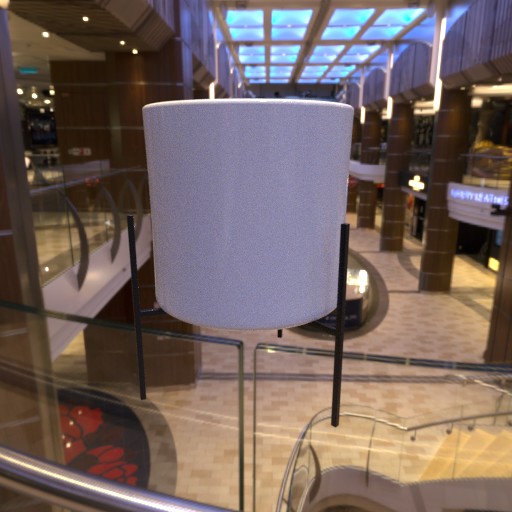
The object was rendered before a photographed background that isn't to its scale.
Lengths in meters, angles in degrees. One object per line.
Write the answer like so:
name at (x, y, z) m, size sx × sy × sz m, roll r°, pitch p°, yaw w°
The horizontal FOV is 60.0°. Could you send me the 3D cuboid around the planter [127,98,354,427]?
planter at (0.000, 0.000, 0.752) m, size 0.360 × 0.480 × 0.361 m, roll -14°, pitch 20°, yaw -43°
